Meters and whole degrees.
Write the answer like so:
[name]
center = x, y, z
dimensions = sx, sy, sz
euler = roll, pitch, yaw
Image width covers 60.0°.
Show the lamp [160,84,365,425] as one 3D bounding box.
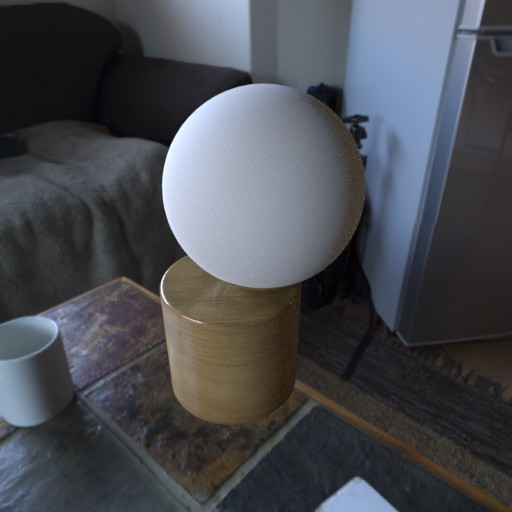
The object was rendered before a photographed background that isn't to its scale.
[lamp]
center = 0.000, 0.000, 0.344
dimensions = 0.152, 0.250, 0.141
euler = -1, 30, -2
